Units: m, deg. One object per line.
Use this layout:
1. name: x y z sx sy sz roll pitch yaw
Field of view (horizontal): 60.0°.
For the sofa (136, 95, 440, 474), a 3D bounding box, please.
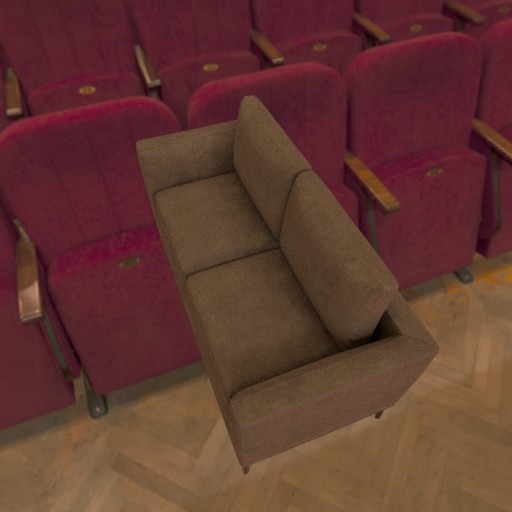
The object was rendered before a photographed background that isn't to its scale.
1. sofa: 0.000 0.000 2.359 0.855 1.013 1.832 -16 51 -14
